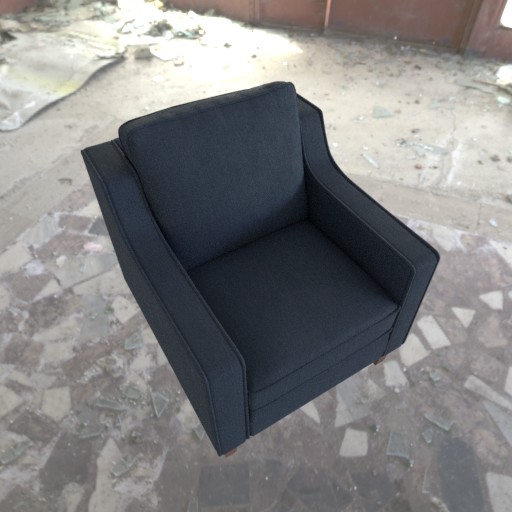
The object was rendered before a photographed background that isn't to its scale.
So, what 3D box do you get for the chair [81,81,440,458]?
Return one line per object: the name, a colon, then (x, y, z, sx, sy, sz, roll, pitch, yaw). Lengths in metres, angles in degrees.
chair: (0.000, 0.000, 1.607, 0.831, 0.960, 0.909, -24, 52, -21)
